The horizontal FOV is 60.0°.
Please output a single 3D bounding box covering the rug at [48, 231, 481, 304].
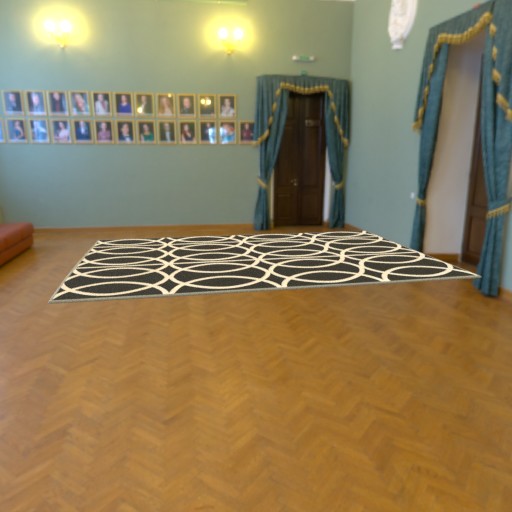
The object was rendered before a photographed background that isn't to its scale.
[{"bbox_3d":[0.000,0.000,3.000,2.294,0.014,1.528,-3,13,-11],"label":"rug"}]
